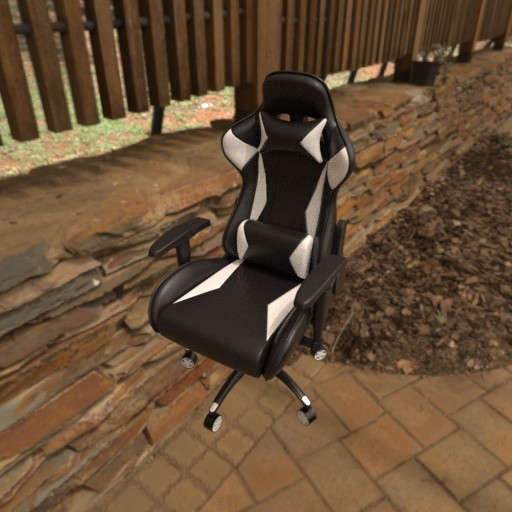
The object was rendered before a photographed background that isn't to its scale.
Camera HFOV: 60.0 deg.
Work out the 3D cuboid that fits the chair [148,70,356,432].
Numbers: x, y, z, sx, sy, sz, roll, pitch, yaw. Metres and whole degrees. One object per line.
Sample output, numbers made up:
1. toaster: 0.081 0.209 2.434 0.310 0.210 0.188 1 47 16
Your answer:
1. chair: 0.000 0.000 1.725 0.730 1.285 0.695 17 34 27
